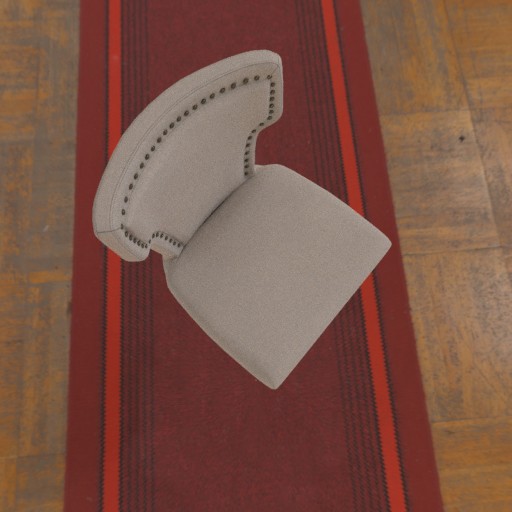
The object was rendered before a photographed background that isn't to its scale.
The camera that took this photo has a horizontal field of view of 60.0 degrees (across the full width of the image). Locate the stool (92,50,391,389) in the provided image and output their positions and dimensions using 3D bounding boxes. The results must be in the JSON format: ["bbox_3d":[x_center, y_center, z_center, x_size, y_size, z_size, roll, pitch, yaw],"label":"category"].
[{"bbox_3d":[0.000,0.000,1.294,0.563,0.982,0.527,39,78,10],"label":"stool"}]
